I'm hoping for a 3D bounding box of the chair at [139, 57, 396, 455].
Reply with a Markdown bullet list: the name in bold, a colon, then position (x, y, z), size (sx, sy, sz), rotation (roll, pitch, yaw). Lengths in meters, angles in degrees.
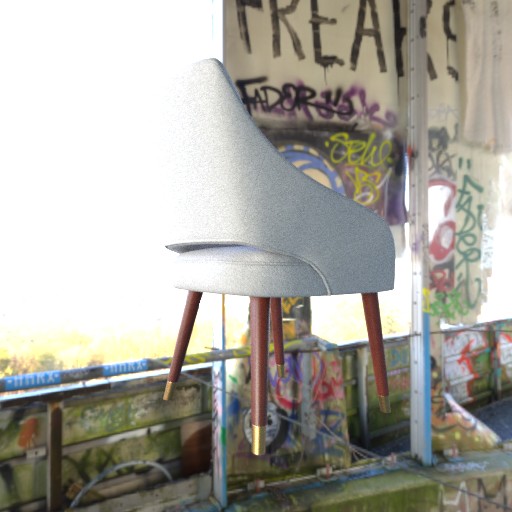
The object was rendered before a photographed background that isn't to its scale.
- **chair**: position (0.000, 0.000, 1.290), size (0.600, 0.889, 0.609), rotation (0, -1, -36)
